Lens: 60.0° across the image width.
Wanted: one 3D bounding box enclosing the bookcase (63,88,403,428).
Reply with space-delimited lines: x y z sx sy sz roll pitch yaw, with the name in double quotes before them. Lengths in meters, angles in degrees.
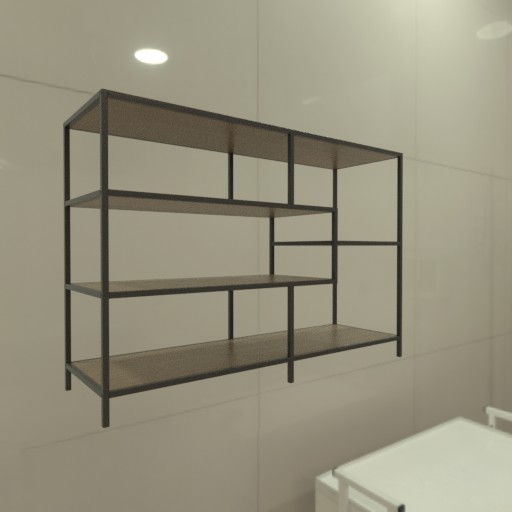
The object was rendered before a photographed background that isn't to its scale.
"bookcase" 0.000 0.000 1.496 1.140 0.780 0.350 -1 1 -37
